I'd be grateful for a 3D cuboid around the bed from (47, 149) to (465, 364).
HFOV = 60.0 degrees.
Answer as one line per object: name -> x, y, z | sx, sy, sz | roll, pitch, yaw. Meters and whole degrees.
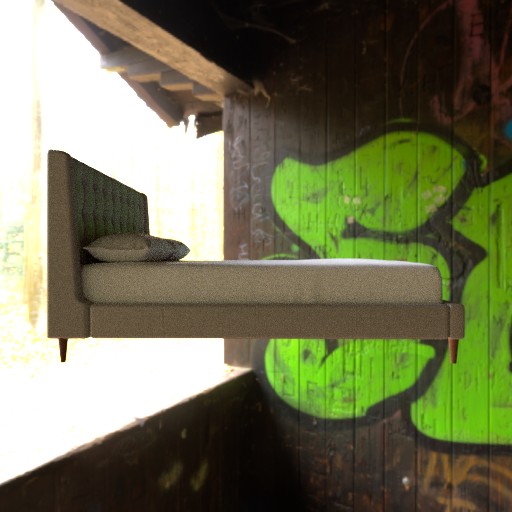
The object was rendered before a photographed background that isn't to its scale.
bed -> 0.000, 0.000, 3.171 | 2.232, 1.147, 1.656 | 0, 0, 1
